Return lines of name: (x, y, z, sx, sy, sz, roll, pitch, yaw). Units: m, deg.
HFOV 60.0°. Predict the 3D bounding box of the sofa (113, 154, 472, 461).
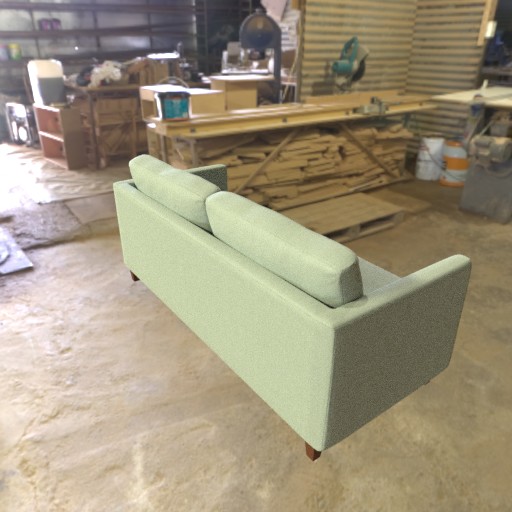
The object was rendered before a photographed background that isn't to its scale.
sofa: (0.000, 0.000, 2.703, 0.951, 0.965, 2.208, -18, 31, -32)
